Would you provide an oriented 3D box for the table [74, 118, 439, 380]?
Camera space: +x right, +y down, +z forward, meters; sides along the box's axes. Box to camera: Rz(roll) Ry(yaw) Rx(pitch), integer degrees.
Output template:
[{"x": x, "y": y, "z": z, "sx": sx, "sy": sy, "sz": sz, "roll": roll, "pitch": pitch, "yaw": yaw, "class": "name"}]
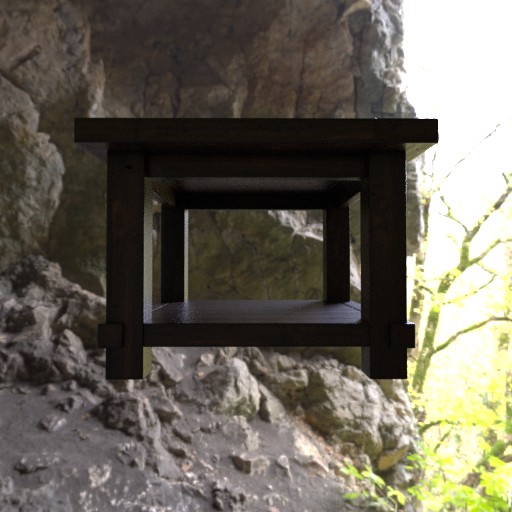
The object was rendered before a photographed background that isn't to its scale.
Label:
[{"x": 0.000, "y": 0.000, "z": 1.018, "sx": 0.593, "sy": 0.437, "sz": 0.606, "roll": 0, "pitch": -1, "yaw": 0, "class": "table"}]
